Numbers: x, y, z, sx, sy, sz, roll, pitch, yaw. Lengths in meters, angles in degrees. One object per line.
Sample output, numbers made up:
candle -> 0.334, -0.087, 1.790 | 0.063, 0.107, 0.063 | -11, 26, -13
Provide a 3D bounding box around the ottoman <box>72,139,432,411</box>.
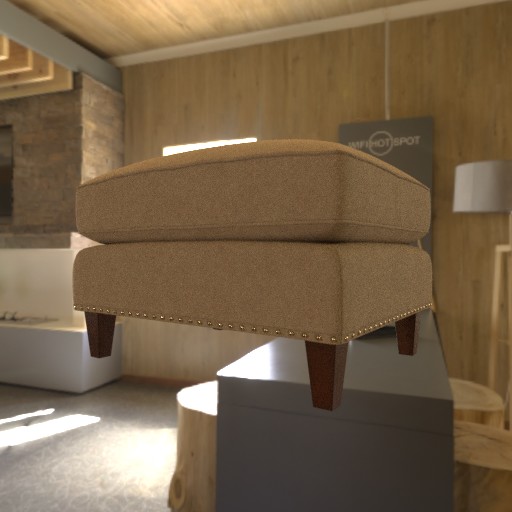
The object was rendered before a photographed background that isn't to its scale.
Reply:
ottoman -> 0.000, 0.000, 1.143 | 0.741, 0.513, 0.584 | 1, 1, 35
